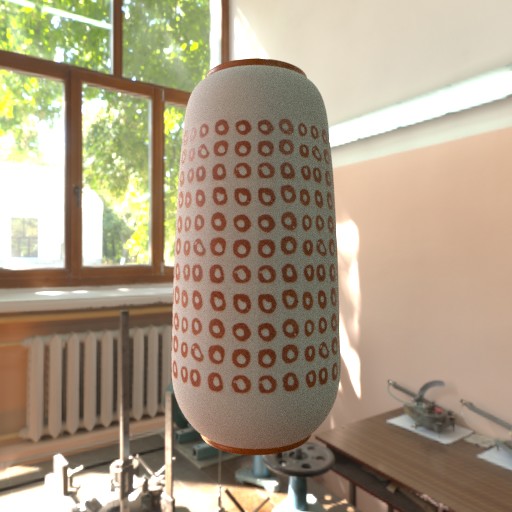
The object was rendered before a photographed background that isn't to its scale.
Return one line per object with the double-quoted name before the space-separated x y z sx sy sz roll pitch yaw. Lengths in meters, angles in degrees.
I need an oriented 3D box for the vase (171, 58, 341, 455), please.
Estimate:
"vase" 0.000 0.000 0.355 0.133 0.282 0.133 0 0 0
